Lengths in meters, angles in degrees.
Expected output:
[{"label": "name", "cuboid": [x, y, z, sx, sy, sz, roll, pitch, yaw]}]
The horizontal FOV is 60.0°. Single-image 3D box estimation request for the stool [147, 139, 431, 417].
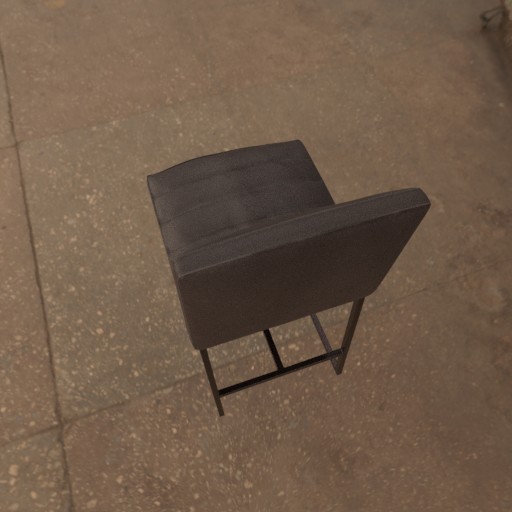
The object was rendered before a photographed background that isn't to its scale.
[{"label": "stool", "cuboid": [0.000, 0.000, 1.222, 0.463, 0.946, 0.562, -16, 59, -10]}]
